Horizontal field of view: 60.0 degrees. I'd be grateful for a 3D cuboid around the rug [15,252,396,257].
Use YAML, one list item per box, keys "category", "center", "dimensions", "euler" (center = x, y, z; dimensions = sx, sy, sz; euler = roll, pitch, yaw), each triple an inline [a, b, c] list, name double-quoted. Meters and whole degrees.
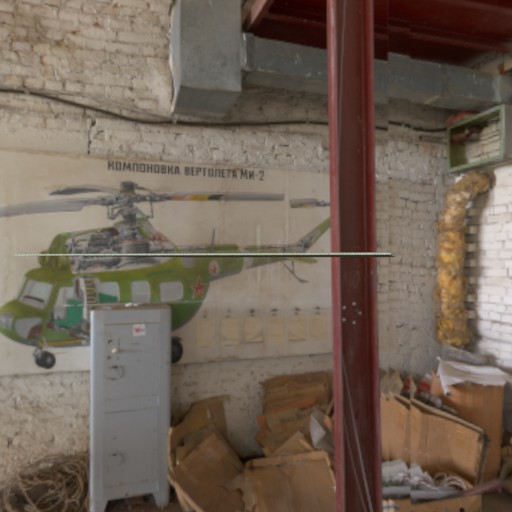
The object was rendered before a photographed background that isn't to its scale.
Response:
- category: "rug"
  center: [0.000, 0.000, 3.952]
  dimensions: [2.363, 0.012, 2.980]
  euler: [0, 0, 18]
